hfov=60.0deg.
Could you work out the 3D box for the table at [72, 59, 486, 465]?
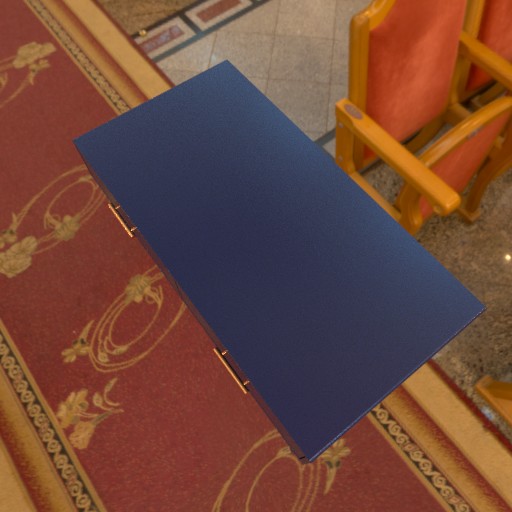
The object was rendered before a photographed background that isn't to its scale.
[{"bbox_3d":[0.000,0.000,1.368,0.572,0.457,1.067,-34,69,-16],"label":"table"}]
